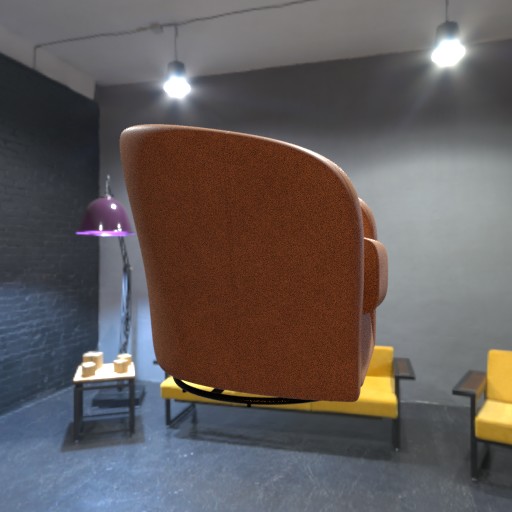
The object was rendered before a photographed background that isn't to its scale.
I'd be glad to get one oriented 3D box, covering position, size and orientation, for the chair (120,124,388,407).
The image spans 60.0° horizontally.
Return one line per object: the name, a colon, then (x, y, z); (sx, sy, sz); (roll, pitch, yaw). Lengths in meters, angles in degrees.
chair: (0.000, 0.000, 1.429); (0.815, 0.771, 0.791); (0, 0, 18)
